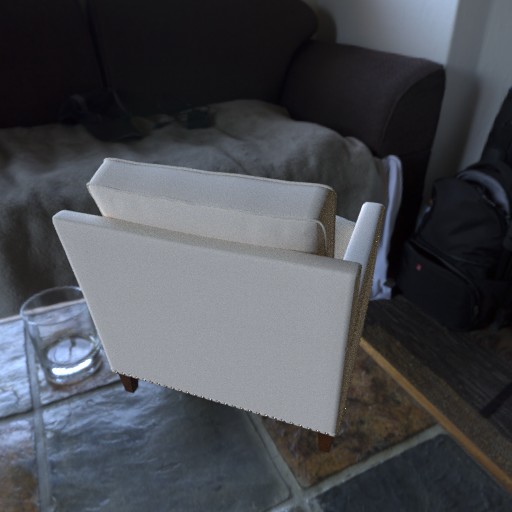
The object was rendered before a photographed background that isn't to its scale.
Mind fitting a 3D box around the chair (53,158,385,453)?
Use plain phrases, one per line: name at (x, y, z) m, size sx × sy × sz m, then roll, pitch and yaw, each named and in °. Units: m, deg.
chair at (0.000, 0.000, 1.673) m, size 0.853 × 0.943 × 1.014 m, roll 11°, pitch 33°, yaw 17°
